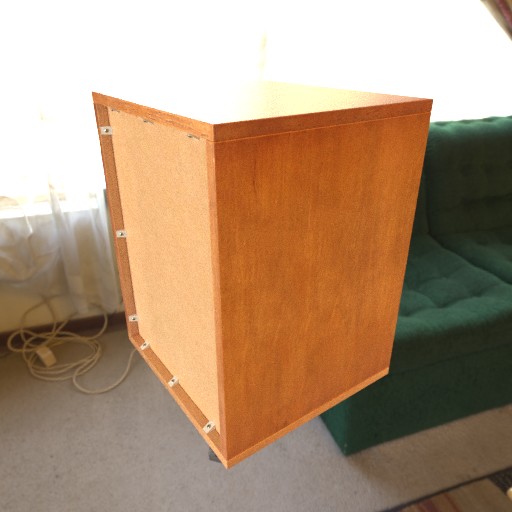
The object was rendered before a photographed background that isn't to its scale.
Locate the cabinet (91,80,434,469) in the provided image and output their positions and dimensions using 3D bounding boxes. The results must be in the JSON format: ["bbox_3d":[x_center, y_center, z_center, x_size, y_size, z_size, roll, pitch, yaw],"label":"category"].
[{"bbox_3d":[0.000,0.000,0.839,0.401,0.579,0.409,-17,31,-31],"label":"cabinet"}]
